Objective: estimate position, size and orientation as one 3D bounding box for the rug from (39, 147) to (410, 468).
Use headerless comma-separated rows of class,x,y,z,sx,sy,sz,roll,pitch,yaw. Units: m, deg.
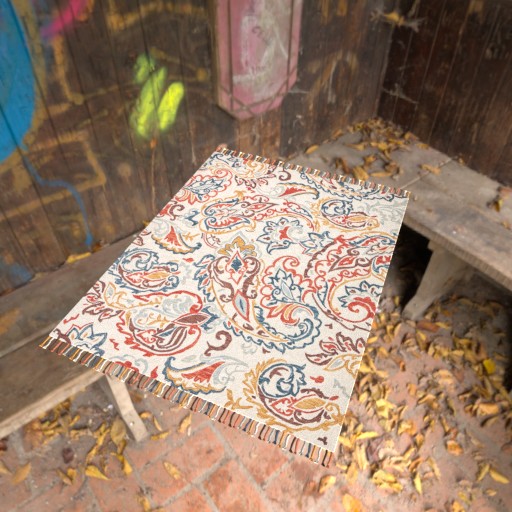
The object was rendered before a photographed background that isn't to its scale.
rug,0.000,0.000,4.324,2.439,0.015,3.274,17,47,16
